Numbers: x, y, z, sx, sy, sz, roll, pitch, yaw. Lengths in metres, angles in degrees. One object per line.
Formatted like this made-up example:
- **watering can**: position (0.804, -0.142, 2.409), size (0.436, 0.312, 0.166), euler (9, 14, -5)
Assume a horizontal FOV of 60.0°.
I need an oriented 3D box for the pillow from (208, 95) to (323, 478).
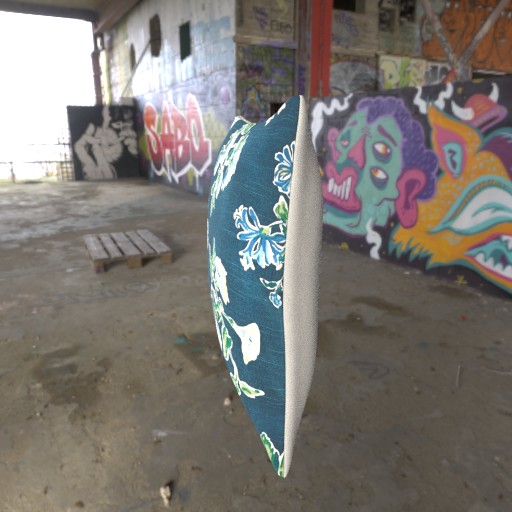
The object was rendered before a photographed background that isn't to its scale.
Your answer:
- **pillow**: position (0.000, 0.000, 0.802), size (0.166, 0.508, 0.525), euler (-3, 15, -9)
